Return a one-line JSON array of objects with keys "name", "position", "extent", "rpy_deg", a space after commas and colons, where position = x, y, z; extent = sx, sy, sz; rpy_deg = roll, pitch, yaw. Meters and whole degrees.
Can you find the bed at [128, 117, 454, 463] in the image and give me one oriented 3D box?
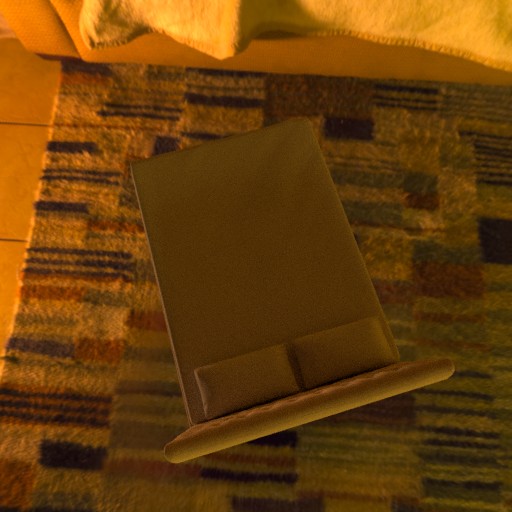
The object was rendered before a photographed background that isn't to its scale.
[{"name": "bed", "position": [0.000, 0.000, 3.417], "extent": [1.698, 1.427, 2.387], "rpy_deg": [-16, 74, -5]}]
